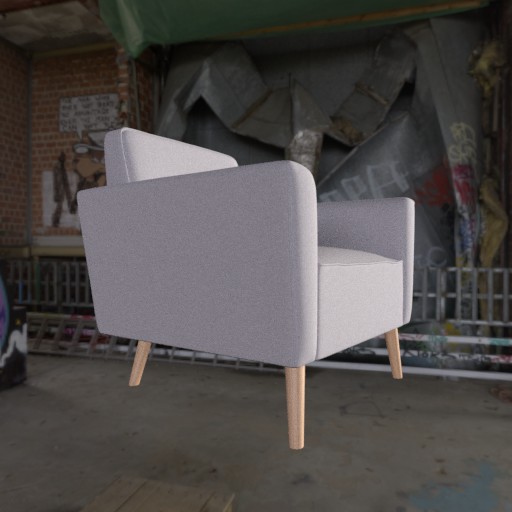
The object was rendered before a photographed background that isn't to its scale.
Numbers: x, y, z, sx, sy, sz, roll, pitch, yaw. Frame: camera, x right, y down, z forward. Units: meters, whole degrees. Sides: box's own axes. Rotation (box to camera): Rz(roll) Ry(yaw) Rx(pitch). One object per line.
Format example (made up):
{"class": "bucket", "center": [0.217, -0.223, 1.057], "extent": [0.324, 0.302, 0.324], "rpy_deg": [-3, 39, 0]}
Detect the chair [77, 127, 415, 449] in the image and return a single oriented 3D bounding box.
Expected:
{"class": "chair", "center": [0.000, 0.000, 1.364], "extent": [0.750, 0.780, 0.780], "rpy_deg": [0, 1, 36]}
